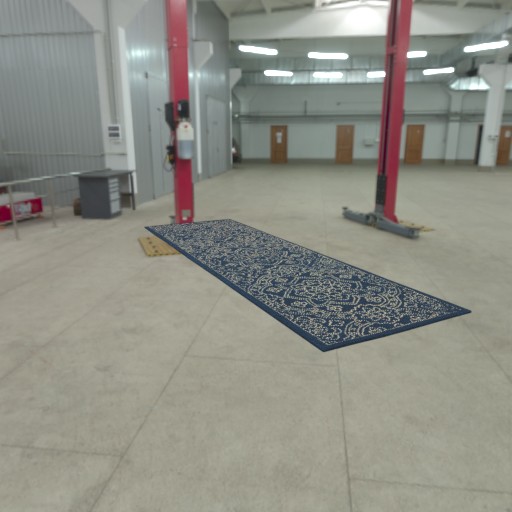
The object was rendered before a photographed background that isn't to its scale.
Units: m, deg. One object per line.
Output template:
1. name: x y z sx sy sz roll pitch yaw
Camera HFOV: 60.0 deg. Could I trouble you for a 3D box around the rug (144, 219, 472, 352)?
1. rug: 0.000 0.000 2.724 0.769 0.012 2.448 -8 17 -27
